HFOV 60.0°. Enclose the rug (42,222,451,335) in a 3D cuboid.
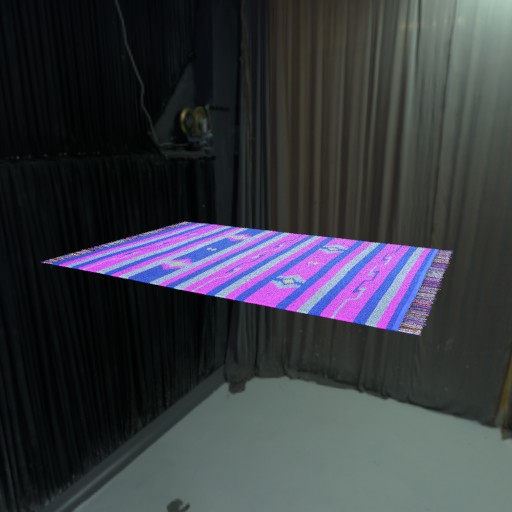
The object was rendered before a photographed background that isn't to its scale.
[{"bbox_3d":[0.000,0.000,2.989,2.350,0.013,1.539,8,17,27],"label":"rug"}]
